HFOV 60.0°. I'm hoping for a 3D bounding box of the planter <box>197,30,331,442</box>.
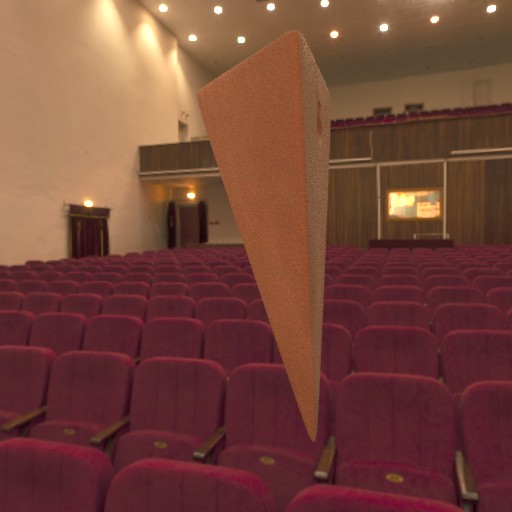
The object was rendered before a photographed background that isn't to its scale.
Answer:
[{"bbox_3d":[0.000,0.000,0.278,0.081,0.224,0.101,0,1,18],"label":"planter"}]
